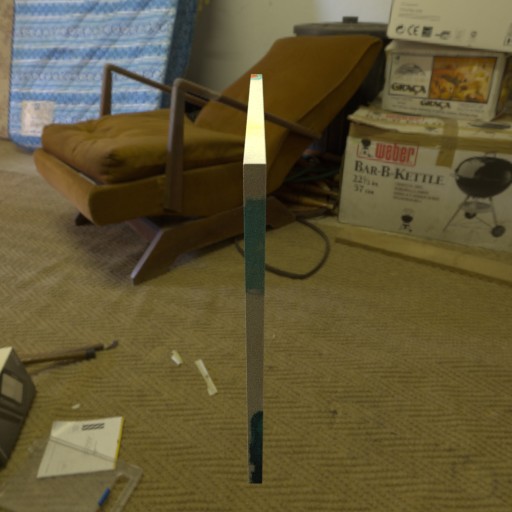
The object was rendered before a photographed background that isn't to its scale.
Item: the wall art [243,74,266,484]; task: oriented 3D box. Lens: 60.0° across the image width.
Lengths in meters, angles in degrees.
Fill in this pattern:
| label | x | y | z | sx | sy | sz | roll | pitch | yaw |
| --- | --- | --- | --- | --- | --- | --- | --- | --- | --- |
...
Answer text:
| label | x | y | z | sx | sy | sz | roll | pitch | yaw |
| --- | --- | --- | --- | --- | --- | --- | --- | --- | --- |
| wall art | 0.000 | 0.000 | 1.529 | 0.044 | 1.017 | 1.017 | 0 | 31 | 0 |
